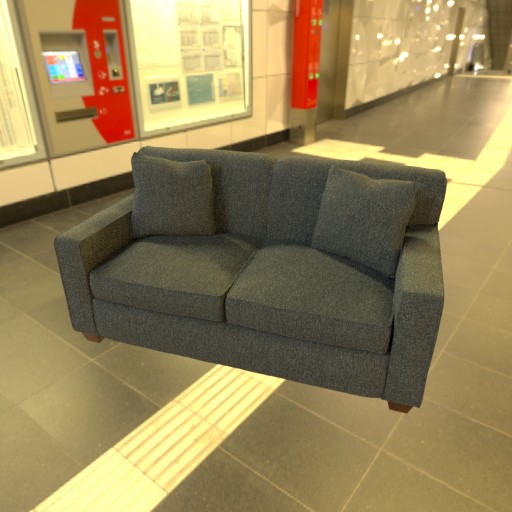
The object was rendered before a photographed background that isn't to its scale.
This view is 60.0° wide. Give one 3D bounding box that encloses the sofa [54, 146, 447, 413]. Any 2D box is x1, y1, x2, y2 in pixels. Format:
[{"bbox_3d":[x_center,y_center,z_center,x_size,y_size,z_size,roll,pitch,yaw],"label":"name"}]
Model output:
[{"bbox_3d":[0.000,0.000,2.410,1.846,0.958,0.998,8,28,16],"label":"sofa"}]
